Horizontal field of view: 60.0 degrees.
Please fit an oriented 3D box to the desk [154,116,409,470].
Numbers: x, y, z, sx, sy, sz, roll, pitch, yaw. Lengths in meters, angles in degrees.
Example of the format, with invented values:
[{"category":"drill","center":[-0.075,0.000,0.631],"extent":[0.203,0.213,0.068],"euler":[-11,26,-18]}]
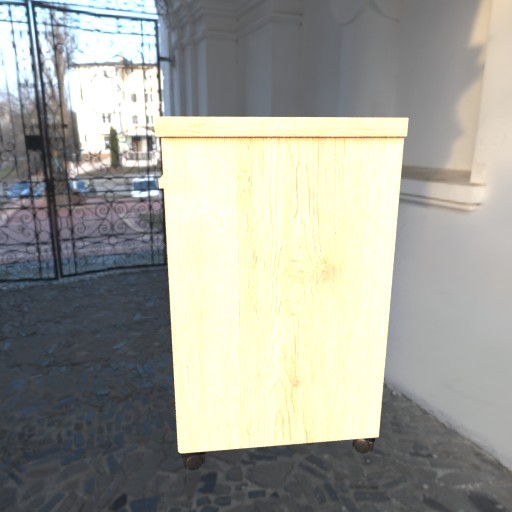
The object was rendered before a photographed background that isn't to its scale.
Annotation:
[{"category":"desk","center":[0.000,0.000,1.342],"extent":[0.480,0.770,0.885],"euler":[-2,15,-7]}]
